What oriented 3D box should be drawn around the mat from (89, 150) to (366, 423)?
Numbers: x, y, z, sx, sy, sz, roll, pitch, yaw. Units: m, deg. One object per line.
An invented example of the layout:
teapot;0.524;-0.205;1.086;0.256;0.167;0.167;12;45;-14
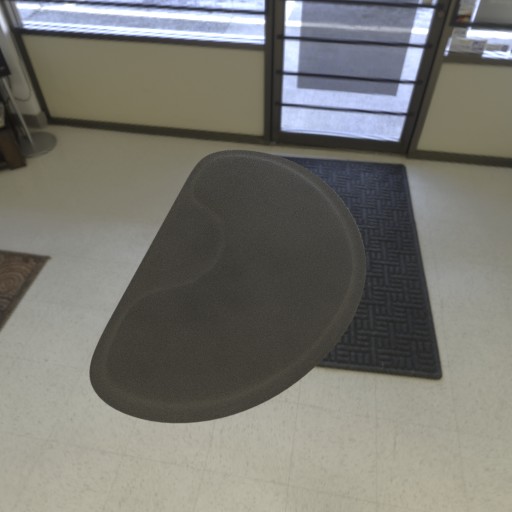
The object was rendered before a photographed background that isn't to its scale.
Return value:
mat;0.000;0.000;1.862;0.913;0.013;1.524;9;47;9
